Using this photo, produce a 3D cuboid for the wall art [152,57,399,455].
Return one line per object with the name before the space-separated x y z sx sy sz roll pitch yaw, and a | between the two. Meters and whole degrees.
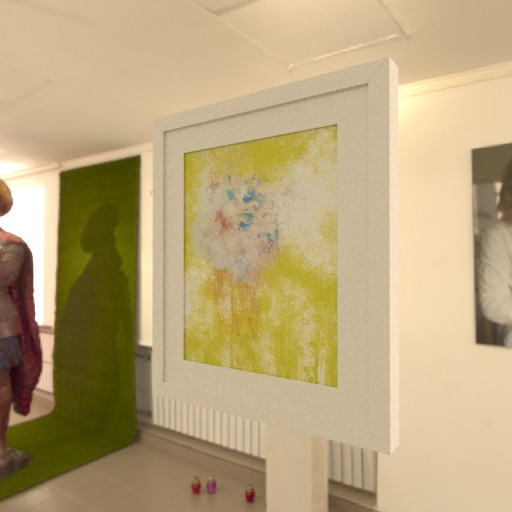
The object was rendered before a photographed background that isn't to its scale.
wall art | 0.000 0.000 0.528 0.331 0.381 0.028 0 -1 35
